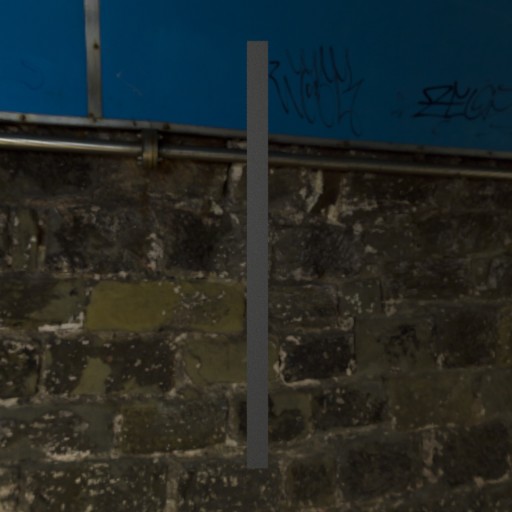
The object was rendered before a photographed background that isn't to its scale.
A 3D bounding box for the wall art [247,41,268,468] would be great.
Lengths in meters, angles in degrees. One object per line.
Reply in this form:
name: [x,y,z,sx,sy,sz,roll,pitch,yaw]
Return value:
wall art: [0.000,0.000,1.172,0.038,0.763,0.763,0,-1,0]
